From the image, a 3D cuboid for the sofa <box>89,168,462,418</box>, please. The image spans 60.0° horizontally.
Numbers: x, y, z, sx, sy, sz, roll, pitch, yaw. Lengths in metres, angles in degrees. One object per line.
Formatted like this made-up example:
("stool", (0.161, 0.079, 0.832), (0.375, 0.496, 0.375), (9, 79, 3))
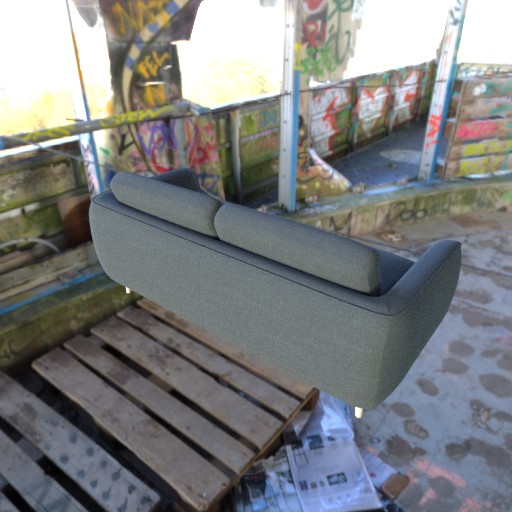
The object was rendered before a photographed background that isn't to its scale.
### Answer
("sofa", (0.000, 0.000, 2.521), (2.000, 0.850, 0.920), (21, 35, 33))
